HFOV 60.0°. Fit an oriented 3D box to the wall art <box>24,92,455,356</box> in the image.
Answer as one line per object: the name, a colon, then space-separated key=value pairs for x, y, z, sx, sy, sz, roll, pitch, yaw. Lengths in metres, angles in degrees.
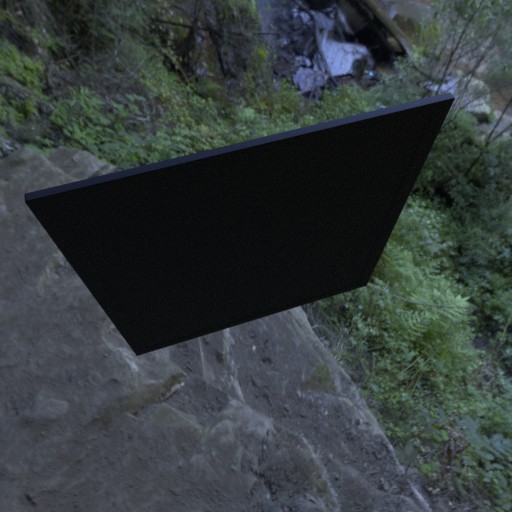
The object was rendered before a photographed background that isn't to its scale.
wall art: x=0.000 y=0.000 z=0.794 sx=0.562 sy=0.558 sz=0.012 roll=-16 pitch=61 yaw=-9
